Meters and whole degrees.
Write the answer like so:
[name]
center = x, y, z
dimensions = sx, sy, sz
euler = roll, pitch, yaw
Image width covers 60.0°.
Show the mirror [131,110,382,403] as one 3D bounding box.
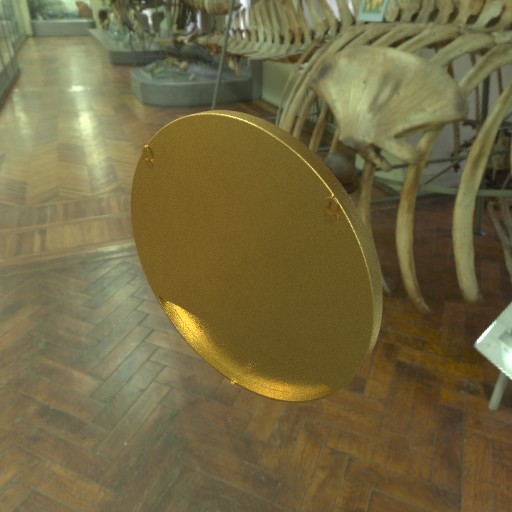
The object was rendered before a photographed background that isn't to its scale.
[mirror]
center = 0.000, 0.000, 0.703
dimensions = 0.457, 0.457, 0.133
euler = 22, 36, 33
